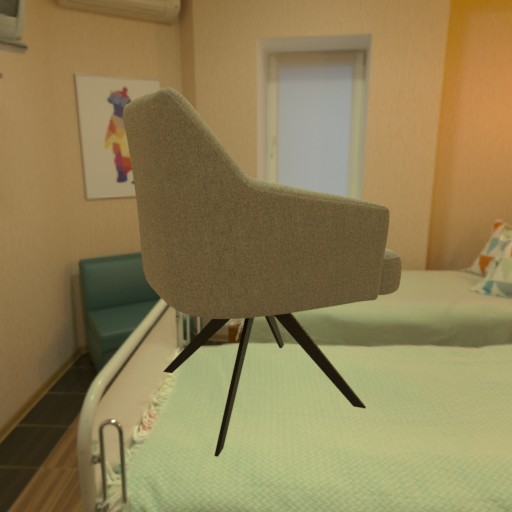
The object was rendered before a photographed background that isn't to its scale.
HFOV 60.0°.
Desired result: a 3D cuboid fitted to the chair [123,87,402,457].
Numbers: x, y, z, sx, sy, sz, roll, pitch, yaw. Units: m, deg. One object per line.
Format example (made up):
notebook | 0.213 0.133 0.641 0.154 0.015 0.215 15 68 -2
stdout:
chair | 0.000 0.000 1.321 0.677 0.874 0.642 -7 15 -26
